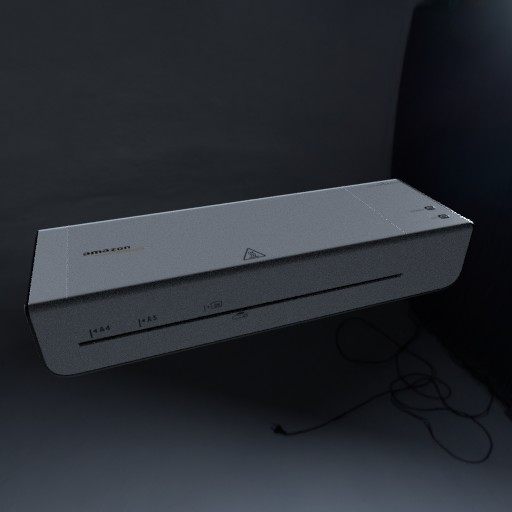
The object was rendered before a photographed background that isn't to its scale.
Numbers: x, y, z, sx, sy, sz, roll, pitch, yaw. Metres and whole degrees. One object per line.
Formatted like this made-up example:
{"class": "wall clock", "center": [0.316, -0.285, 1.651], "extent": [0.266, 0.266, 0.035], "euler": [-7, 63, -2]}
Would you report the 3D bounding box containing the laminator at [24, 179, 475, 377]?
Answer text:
{"class": "laminator", "center": [0.000, 0.000, 0.380], "extent": [0.340, 0.062, 0.123], "euler": [-10, 33, -17]}
